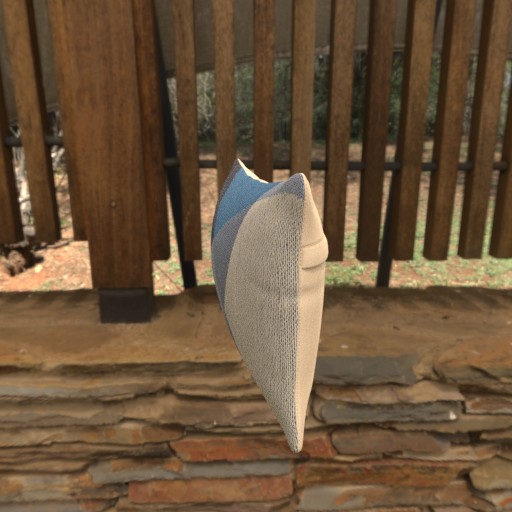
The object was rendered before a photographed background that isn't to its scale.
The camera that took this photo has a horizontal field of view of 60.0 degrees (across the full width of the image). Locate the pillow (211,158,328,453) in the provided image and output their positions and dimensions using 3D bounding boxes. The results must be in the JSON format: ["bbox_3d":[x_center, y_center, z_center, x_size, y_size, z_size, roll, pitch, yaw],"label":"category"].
[{"bbox_3d":[0.000,0.000,0.739,0.148,0.307,0.604,-2,14,-8],"label":"pillow"}]
